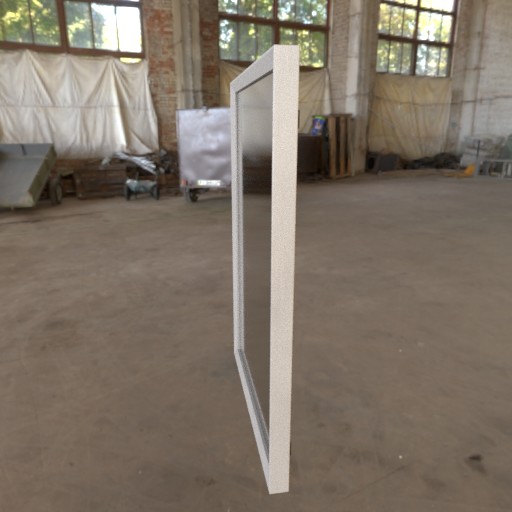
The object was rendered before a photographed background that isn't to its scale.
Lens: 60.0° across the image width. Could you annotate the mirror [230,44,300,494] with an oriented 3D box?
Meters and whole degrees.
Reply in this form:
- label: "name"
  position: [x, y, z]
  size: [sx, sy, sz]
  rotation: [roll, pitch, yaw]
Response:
- label: "mirror"
  position: [0.000, 0.000, 0.910]
  size: [0.039, 0.710, 0.507]
  rotation: [-3, 16, -9]
